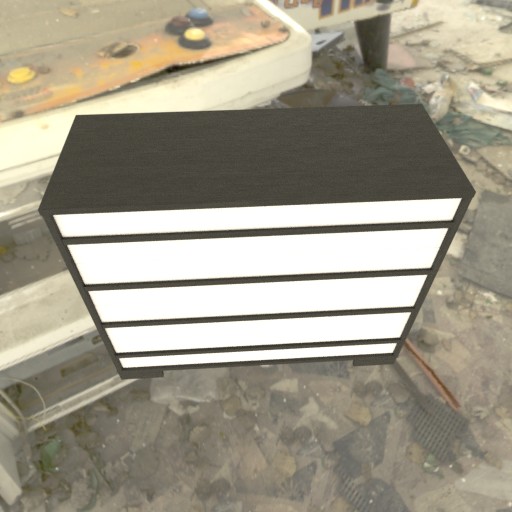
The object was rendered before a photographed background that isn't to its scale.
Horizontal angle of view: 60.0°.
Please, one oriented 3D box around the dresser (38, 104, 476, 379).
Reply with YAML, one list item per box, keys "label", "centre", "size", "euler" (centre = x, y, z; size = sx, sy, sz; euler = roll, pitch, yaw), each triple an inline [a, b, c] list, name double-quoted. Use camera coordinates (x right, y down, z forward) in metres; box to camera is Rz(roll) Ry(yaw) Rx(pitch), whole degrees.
- label: "dresser"
  centre: [0.000, 0.000, 1.439]
  size: [0.994, 0.816, 0.404]
  euler: [-3, 48, -2]
